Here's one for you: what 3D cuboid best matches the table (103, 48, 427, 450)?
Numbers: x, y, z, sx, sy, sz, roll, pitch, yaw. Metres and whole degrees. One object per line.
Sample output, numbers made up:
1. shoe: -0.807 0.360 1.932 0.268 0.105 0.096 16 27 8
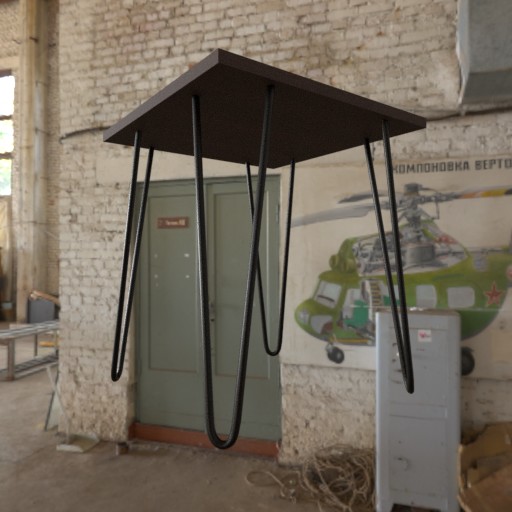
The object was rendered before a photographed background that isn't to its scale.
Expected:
1. table: 0.000 0.000 0.947 0.495 0.559 0.495 1 -1 -37
